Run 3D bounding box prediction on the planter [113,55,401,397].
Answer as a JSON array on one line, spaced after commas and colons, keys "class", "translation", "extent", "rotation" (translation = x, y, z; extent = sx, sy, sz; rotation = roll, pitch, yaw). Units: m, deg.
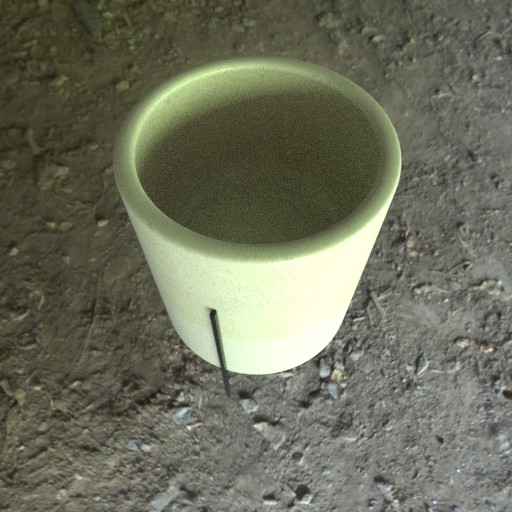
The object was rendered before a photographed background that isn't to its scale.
[{"class": "planter", "translation": [0.000, 0.000, 0.702], "extent": [0.324, 0.483, 0.333], "rotation": [15, 59, 9]}]
